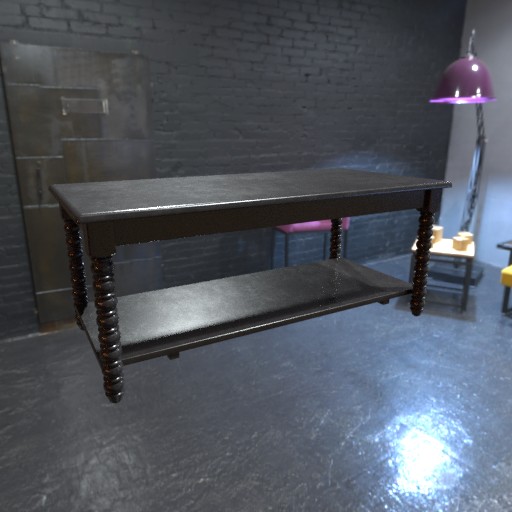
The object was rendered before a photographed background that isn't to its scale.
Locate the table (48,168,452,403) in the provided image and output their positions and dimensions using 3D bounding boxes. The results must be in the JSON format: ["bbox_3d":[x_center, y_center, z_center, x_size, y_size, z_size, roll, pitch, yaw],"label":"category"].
[{"bbox_3d":[0.000,0.000,1.489,1.171,0.487,0.580,-9,19,-28],"label":"table"}]
